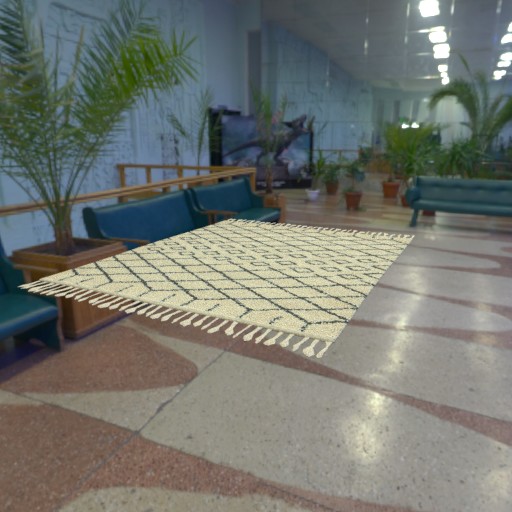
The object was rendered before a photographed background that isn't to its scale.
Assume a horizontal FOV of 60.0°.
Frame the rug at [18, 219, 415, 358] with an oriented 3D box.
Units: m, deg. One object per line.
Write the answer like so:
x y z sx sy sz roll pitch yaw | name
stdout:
0.000 0.000 4.131 2.388 0.030 3.213 8 17 26 | rug
